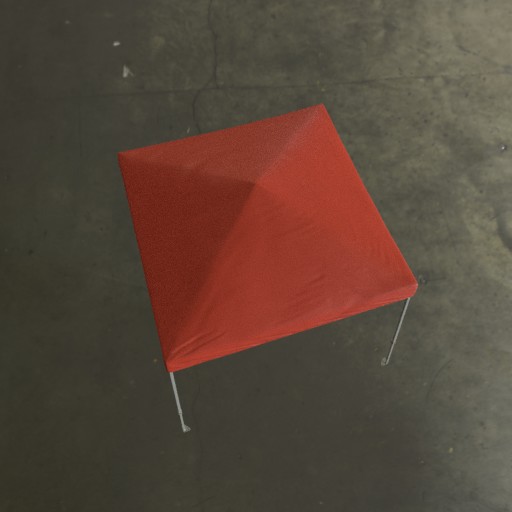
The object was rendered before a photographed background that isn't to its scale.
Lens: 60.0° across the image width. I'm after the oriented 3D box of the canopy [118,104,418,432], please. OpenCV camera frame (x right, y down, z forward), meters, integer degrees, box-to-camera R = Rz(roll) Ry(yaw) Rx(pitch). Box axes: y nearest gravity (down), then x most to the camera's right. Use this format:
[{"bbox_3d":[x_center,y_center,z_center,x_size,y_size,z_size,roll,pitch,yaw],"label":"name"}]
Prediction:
[{"bbox_3d":[0.000,0.000,5.171,2.850,2.850,2.849,-16,64,-8],"label":"canopy"}]
